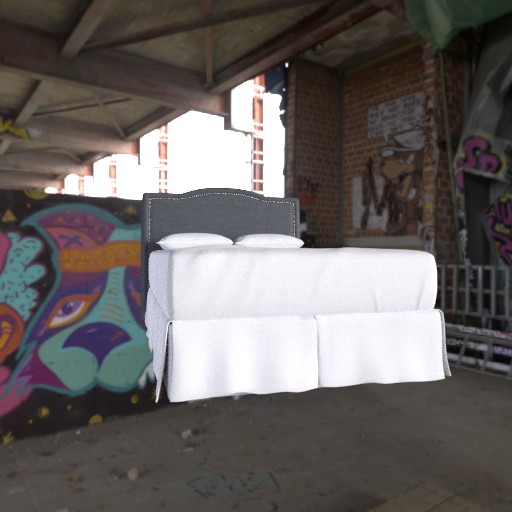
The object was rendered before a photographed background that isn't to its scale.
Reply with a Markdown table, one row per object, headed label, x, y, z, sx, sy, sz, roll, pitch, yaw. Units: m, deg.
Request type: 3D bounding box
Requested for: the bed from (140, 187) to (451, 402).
| label | x | y | z | sx | sy | sz | roll | pitch | yaw |
| --- | --- | --- | --- | --- | --- | --- | --- | --- | --- |
| bed | 0.000 | 0.000 | 3.557 | 1.747 | 1.441 | 2.507 | 0 | 0 | -16 |
